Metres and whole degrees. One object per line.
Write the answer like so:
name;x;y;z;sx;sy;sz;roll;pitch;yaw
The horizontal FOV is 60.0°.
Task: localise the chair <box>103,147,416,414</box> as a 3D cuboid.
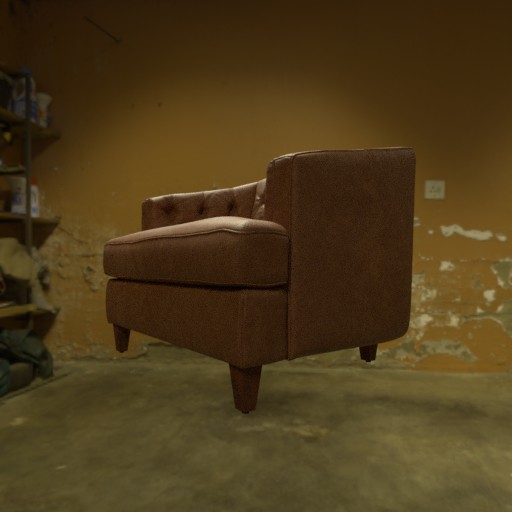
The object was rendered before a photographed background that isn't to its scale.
chair;0.000;0.000;1.770;0.911;0.836;1.119;1;-1;-35
